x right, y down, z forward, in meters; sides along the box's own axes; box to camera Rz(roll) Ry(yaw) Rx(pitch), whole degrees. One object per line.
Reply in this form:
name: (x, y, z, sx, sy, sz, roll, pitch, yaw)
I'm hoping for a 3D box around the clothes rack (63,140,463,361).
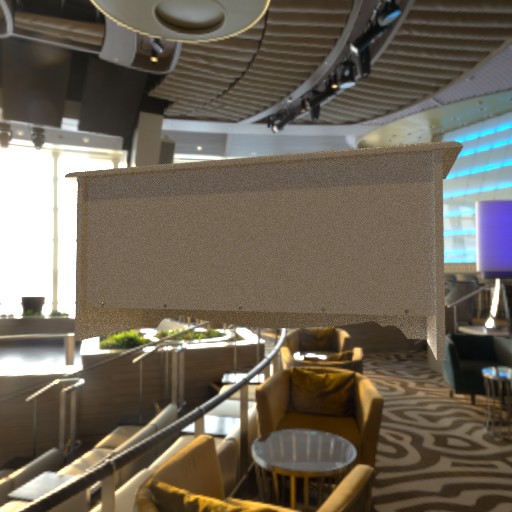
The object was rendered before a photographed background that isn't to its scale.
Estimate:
clothes rack: (0.000, 0.000, 1.479, 1.218, 0.558, 0.405, -1, -2, 17)
